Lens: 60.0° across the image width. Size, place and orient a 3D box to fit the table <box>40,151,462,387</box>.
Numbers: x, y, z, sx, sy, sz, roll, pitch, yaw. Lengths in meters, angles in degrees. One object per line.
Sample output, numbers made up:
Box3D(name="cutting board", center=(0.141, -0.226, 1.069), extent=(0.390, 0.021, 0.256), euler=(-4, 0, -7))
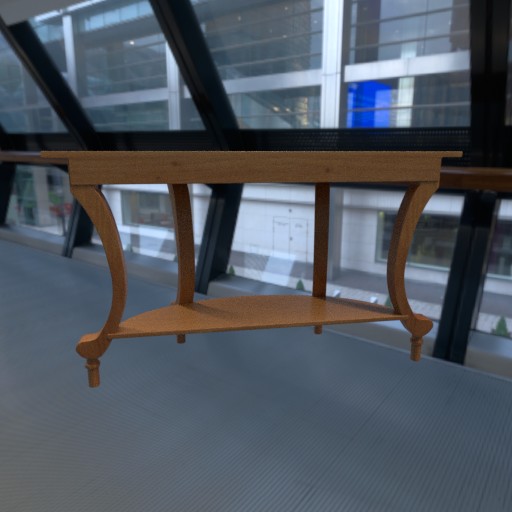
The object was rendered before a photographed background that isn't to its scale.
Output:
Box3D(name="table", center=(0.000, 0.000, 1.509), extent=(1.198, 0.692, 0.394), euler=(-2, 13, -9))
